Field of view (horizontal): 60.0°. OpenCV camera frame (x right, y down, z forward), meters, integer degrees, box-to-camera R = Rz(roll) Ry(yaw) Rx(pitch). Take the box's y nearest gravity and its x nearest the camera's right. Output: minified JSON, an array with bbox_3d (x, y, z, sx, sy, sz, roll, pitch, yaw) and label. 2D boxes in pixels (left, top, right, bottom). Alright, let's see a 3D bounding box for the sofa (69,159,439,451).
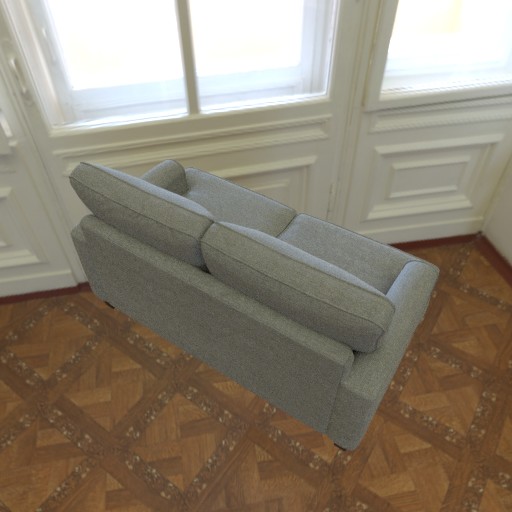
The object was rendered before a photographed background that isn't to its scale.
[{"bbox_3d":[0.000,0.000,2.238,1.651,0.965,0.965,25,51,22],"label":"sofa"}]
